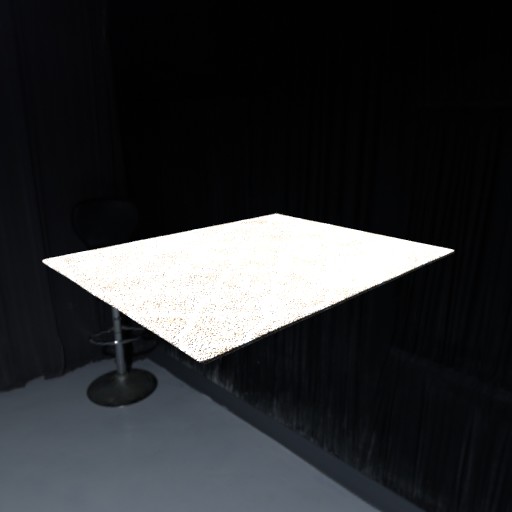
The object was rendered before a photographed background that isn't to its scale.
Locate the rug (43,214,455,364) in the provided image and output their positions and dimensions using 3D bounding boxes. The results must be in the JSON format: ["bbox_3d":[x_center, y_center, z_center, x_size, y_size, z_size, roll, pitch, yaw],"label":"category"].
[{"bbox_3d":[0.000,0.000,4.163,3.047,0.029,2.438,-15,23,-41],"label":"rug"}]
